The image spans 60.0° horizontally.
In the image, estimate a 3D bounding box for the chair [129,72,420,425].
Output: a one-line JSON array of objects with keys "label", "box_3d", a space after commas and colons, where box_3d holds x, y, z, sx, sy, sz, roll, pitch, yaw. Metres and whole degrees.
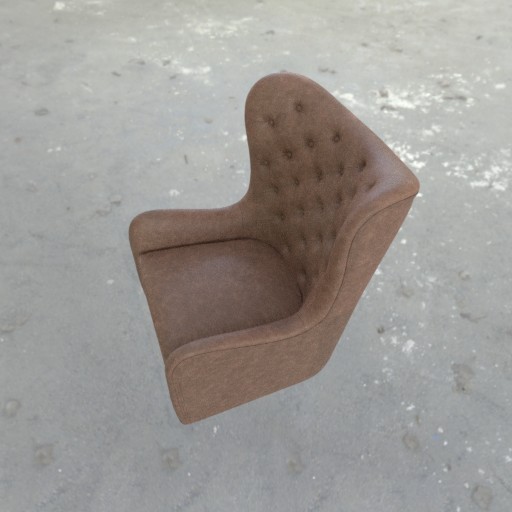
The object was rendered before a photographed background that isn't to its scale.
[{"label": "chair", "box_3d": [0.000, 0.000, 1.771, 0.930, 1.079, 0.831, -16, 49, -14]}]
